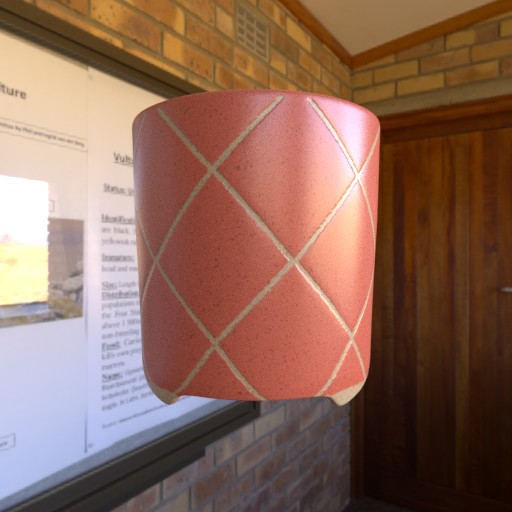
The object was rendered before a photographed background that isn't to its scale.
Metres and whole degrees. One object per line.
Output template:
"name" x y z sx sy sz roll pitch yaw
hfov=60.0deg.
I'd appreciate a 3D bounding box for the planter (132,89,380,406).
"planter" 0.000 0.000 0.422 0.227 0.235 0.227 0 0 0
